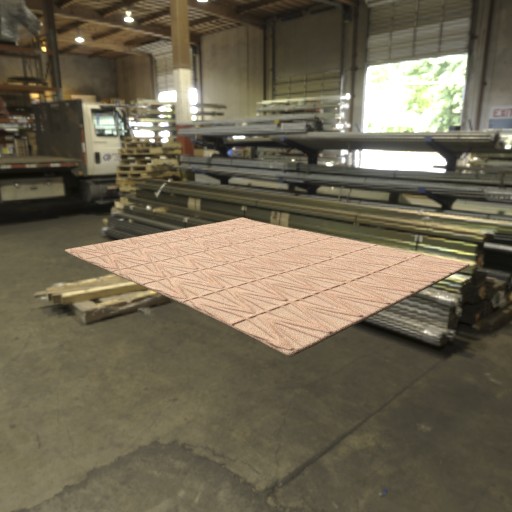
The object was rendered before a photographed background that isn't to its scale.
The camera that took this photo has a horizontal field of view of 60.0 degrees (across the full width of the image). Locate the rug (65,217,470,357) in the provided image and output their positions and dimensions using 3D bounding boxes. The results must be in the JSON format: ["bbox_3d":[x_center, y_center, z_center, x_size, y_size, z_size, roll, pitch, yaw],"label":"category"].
[{"bbox_3d":[0.000,0.000,4.227,2.453,0.043,3.052,-15,21,-42],"label":"rug"}]
